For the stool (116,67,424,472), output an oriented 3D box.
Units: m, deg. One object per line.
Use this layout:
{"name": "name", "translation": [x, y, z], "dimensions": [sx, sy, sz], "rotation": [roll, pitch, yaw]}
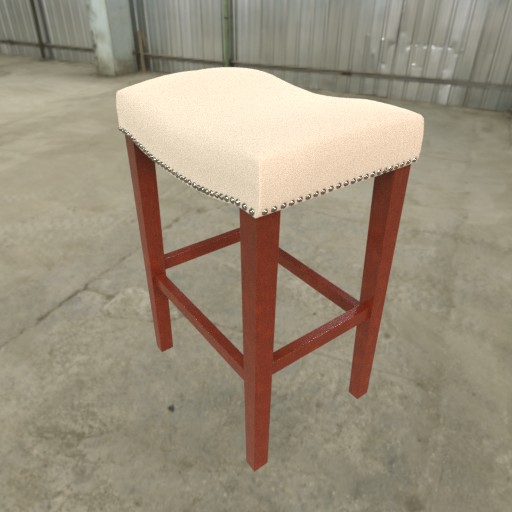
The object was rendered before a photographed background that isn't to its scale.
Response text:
{"name": "stool", "translation": [0.000, 0.000, 1.020], "dimensions": [0.372, 0.742, 0.504], "rotation": [-22, 39, -30]}
